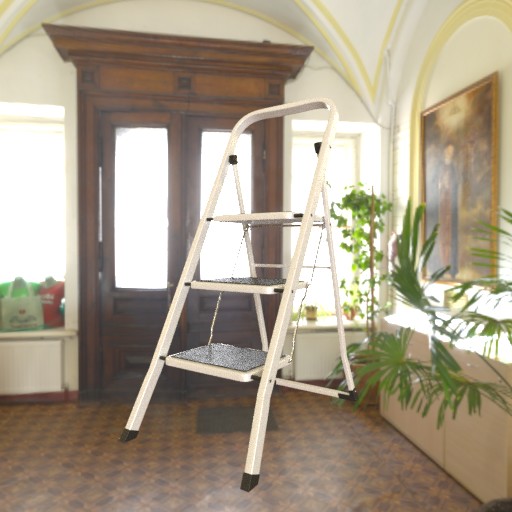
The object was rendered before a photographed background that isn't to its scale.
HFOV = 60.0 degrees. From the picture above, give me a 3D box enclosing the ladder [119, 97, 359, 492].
[{"bbox_3d":[0.000,0.000,1.412,0.460,1.050,0.711,1,2,35],"label":"ladder"}]
